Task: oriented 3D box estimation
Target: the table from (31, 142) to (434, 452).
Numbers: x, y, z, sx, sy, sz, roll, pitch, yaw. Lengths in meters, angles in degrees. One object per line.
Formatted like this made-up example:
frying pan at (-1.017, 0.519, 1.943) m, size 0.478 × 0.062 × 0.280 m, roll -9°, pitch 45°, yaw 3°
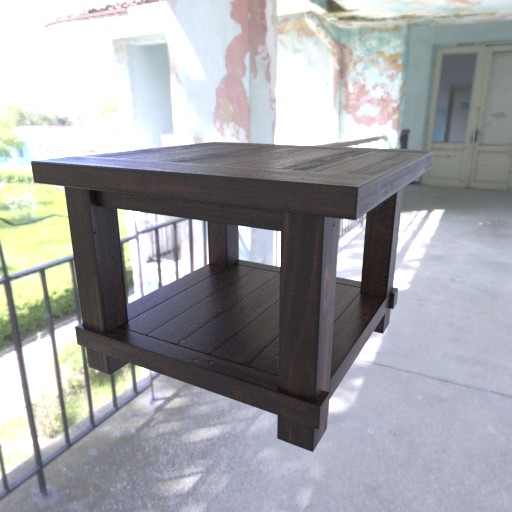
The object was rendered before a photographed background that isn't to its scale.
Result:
table at (0.000, 0.000, 0.977) m, size 0.606 × 0.437 × 0.593 m, roll 10°, pitch 21°, yaw 27°
